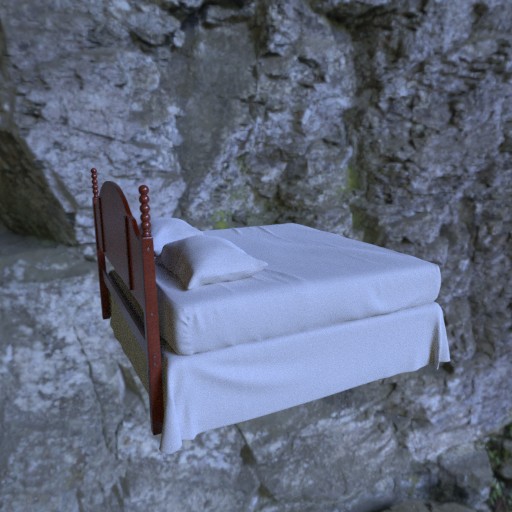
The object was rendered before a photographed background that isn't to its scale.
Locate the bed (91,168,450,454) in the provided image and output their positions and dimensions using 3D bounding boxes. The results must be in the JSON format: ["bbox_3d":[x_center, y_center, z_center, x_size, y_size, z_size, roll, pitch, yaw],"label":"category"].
[{"bbox_3d":[0.000,0.000,3.560,2.219,1.355,2.322,-7,16,-26],"label":"bed"}]
